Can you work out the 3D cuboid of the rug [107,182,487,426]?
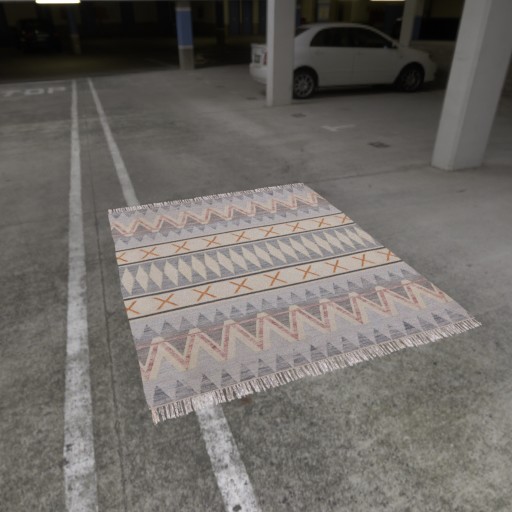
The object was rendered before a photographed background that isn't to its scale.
[{"bbox_3d":[0.000,0.000,3.962,2.371,0.012,3.000,-11,32,-18],"label":"rug"}]
